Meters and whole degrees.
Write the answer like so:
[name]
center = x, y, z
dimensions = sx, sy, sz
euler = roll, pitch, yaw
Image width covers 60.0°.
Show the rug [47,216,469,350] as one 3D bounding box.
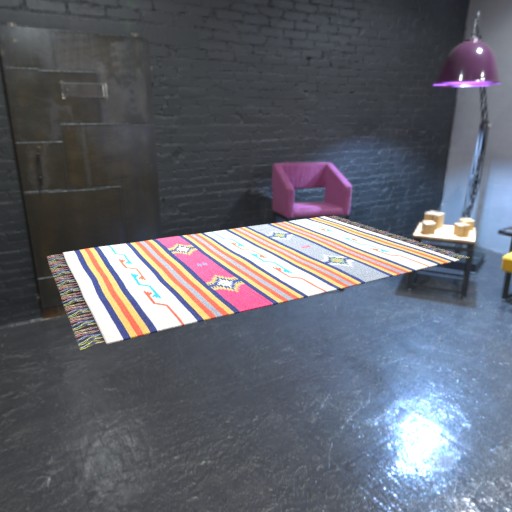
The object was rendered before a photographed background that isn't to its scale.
[rug]
center = 0.000, 0.000, 2.231
dimensions = 1.849, 0.013, 1.084
euler = -10, 21, -28
